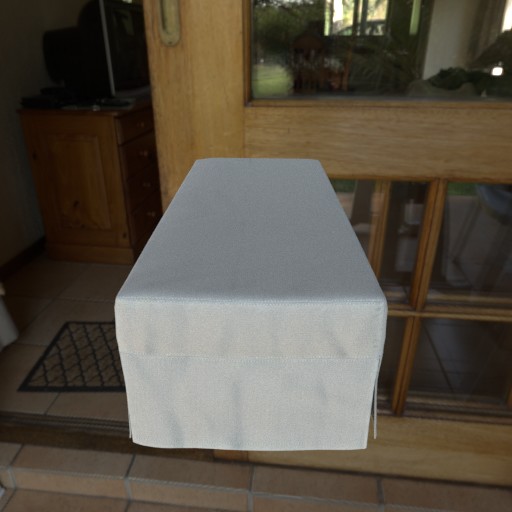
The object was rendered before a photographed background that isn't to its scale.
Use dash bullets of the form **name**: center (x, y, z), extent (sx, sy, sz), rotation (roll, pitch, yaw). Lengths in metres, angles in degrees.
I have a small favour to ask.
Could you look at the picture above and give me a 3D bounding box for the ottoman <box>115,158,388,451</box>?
- **ottoman**: center (0.000, 0.000, 1.671), extent (0.665, 0.457, 1.388), rotation (0, 25, 1)
